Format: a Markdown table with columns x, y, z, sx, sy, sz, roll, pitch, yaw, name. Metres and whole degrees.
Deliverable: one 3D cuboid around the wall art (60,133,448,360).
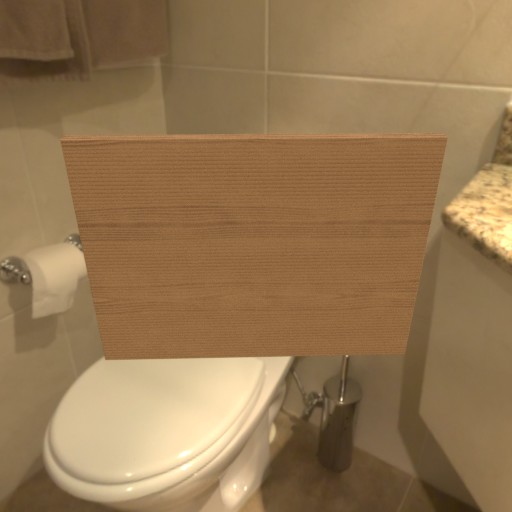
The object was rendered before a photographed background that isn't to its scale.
| x | y | z | sx | sy | sz | roll | pitch | yaw | name |
| --- | --- | --- | --- | --- | --- | --- | --- | --- | --- |
| 0.000 | 0.000 | 1.129 | 0.841 | 0.609 | 0.063 | -1 | 28 | -2 | wall art |
